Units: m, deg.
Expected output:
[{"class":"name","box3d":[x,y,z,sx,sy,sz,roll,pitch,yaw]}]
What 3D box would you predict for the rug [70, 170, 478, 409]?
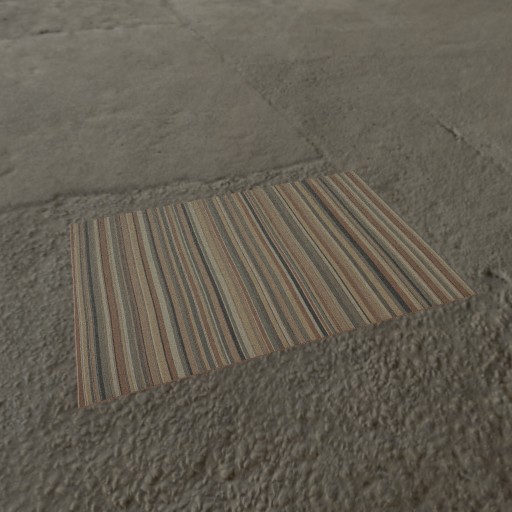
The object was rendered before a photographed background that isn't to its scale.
[{"class":"rug","box3d":[0.000,0.000,2.322,1.829,0.008,1.219,-13,43,-14]}]
